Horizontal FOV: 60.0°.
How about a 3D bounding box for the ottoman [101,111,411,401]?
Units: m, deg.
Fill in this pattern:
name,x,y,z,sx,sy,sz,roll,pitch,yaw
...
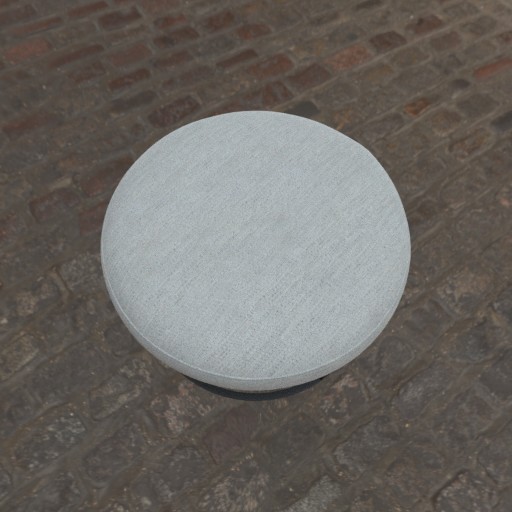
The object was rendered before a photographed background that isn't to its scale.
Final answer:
name,x,y,z,sx,sy,sz,roll,pitch,yaw
ottoman,0.000,0.000,1.235,0.769,0.459,0.769,0,63,0
